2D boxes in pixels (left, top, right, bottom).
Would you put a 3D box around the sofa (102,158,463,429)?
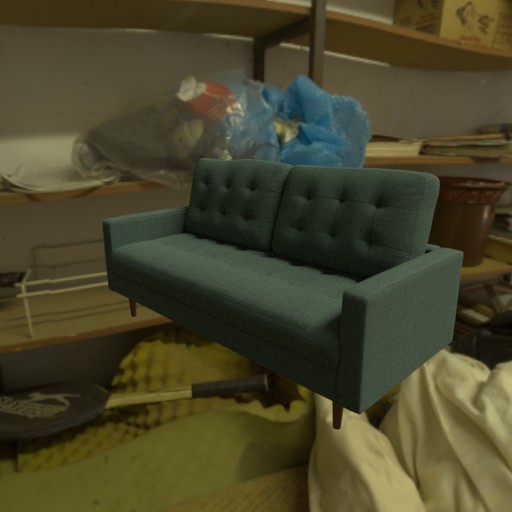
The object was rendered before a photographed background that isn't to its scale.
[{"bbox_3d":[0.000,0.000,2.591,2.010,1.050,0.966,15,22,43],"label":"sofa"}]
